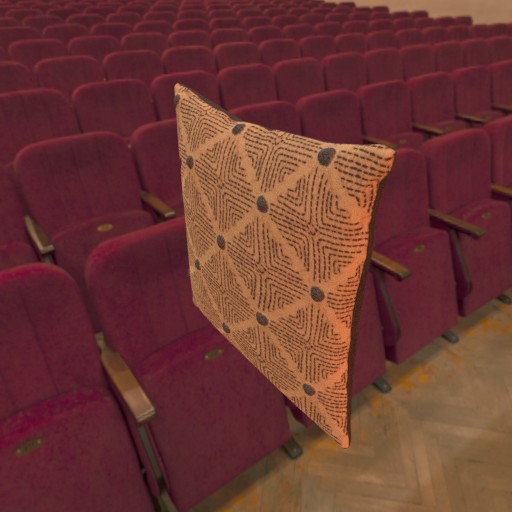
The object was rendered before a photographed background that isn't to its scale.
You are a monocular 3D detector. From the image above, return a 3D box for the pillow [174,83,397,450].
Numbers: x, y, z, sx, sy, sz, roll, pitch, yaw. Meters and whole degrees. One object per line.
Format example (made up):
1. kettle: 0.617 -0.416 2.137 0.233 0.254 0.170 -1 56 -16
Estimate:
1. pillow: 0.000 0.000 0.781 0.145 0.510 0.510 -21 37 -31
